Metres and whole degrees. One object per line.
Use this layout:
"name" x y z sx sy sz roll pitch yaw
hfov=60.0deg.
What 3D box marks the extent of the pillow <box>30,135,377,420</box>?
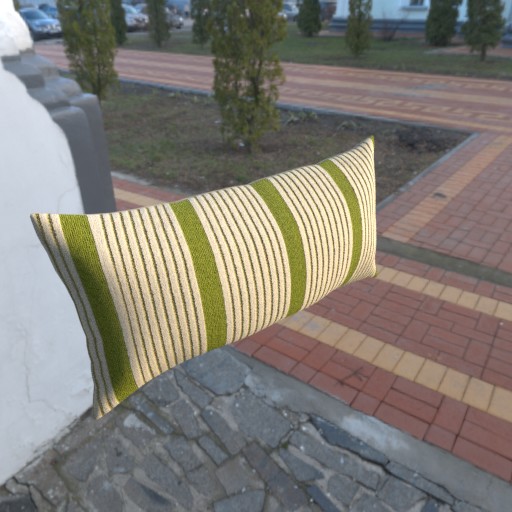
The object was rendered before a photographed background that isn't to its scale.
"pillow" 0.000 0.000 0.720 0.608 0.292 0.156 -21 36 -32
